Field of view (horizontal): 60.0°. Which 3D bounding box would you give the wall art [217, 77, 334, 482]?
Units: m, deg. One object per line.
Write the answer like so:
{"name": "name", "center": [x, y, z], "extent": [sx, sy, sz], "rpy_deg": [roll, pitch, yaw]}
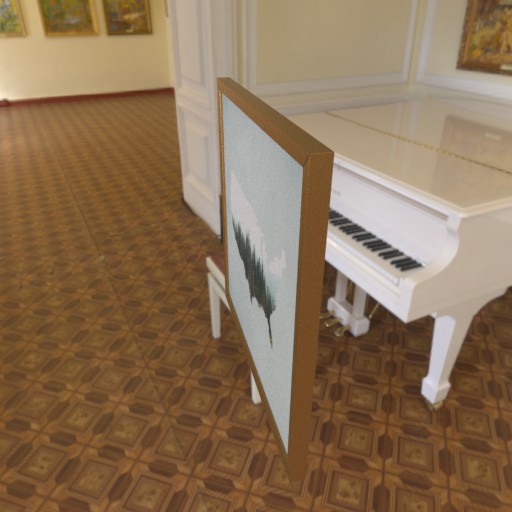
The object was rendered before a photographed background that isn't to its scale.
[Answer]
{"name": "wall art", "center": [0.000, 0.000, 1.145], "extent": [0.038, 0.762, 0.762], "rpy_deg": [-7, 31, -12]}
